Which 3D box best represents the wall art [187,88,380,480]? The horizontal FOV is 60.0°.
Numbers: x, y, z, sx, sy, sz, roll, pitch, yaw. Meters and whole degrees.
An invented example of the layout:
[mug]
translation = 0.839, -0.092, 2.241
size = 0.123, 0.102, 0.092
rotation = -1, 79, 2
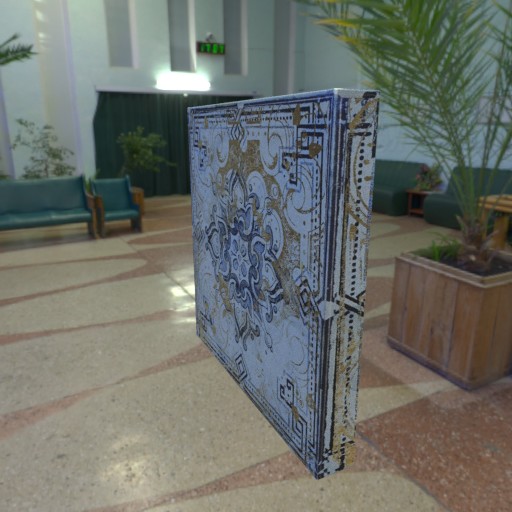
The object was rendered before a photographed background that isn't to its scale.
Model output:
[wall art]
translation = 0.000, 0.000, 0.463
size = 0.038, 0.306, 0.302
rotation = -8, 18, -25
